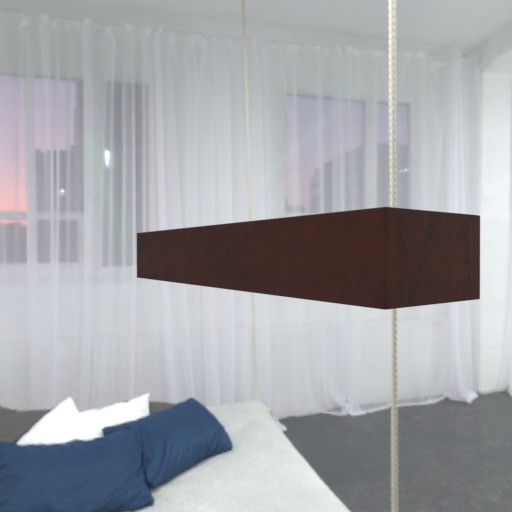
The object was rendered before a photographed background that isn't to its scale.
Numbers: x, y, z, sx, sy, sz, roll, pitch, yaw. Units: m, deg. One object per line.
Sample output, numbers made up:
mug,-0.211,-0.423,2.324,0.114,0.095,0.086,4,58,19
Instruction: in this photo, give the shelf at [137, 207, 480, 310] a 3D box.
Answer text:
shelf,0.000,0.000,0.671,0.152,0.088,0.607,0,0,-35
